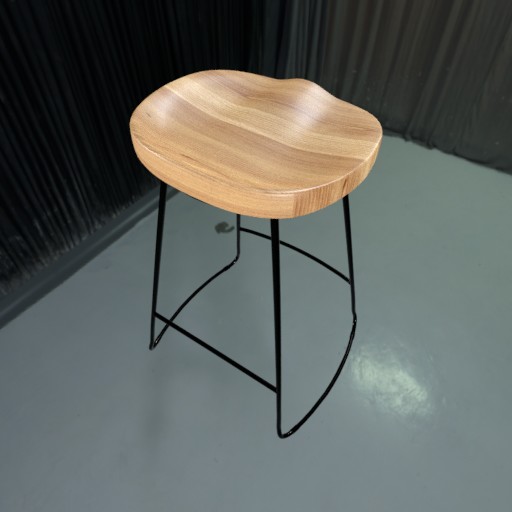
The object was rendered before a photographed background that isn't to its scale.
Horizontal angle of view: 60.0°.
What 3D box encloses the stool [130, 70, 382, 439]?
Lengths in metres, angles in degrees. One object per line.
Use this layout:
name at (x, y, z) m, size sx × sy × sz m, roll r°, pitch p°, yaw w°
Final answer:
stool at (0.000, 0.000, 0.963) m, size 0.480 × 0.679 × 0.401 m, roll 27°, pitch 53°, yaw 22°
